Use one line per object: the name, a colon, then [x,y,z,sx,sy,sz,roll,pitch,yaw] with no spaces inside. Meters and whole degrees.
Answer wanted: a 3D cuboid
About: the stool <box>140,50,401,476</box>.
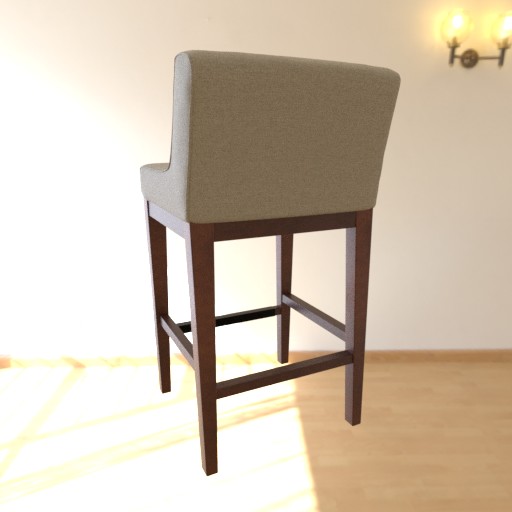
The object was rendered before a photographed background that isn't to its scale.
stool: [0.000,0.000,1.204,0.511,0.937,0.500,-7,16,-26]
